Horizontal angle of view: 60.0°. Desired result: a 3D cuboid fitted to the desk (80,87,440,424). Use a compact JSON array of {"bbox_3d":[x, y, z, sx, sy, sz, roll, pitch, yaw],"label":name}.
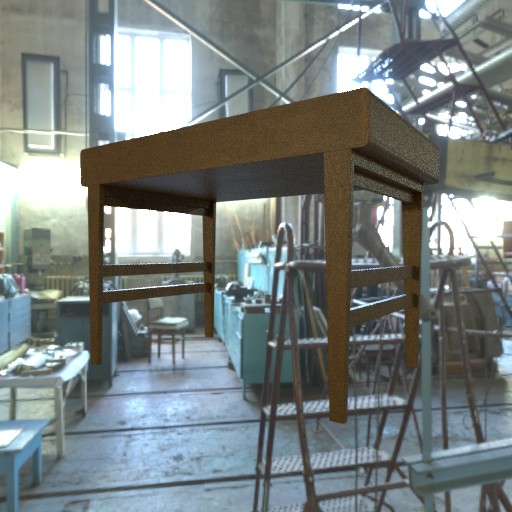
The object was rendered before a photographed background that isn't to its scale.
[{"bbox_3d":[0.000,0.000,1.546,1.066,0.754,0.660,0,1,35],"label":"desk"}]
